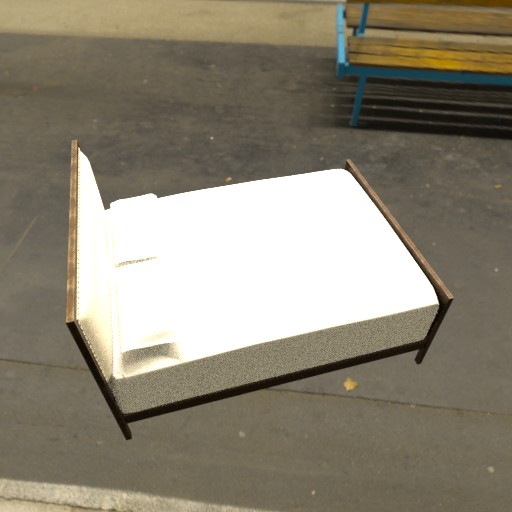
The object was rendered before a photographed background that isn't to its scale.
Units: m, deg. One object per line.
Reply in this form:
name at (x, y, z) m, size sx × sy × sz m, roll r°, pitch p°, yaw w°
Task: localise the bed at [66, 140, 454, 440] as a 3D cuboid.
bed at (0.000, 0.000, 3.213) m, size 2.221 × 1.313 × 1.607 m, roll -11°, pitch 47°, yaw -11°
